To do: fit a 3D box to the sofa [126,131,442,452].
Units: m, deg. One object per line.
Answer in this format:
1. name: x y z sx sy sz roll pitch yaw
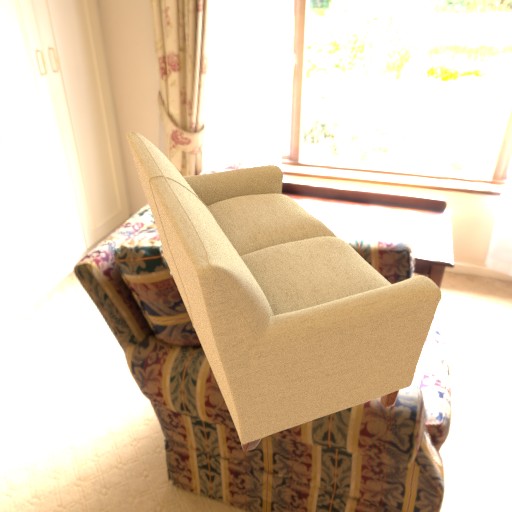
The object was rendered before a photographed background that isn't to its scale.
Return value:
1. sofa: 0.000 0.000 2.066 0.891 0.892 1.482 -11 31 -18
